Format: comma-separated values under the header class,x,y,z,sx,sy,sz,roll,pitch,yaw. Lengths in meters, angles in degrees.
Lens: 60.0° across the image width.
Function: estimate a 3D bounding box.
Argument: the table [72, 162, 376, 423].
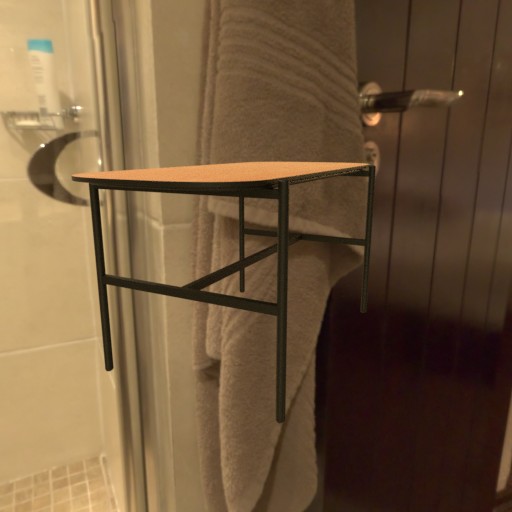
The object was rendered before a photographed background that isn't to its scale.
class,x,y,z,sx,sy,sz,roll,pitch,yaw
table,0.000,0.000,1.024,0.400,0.400,0.800,7,16,26
